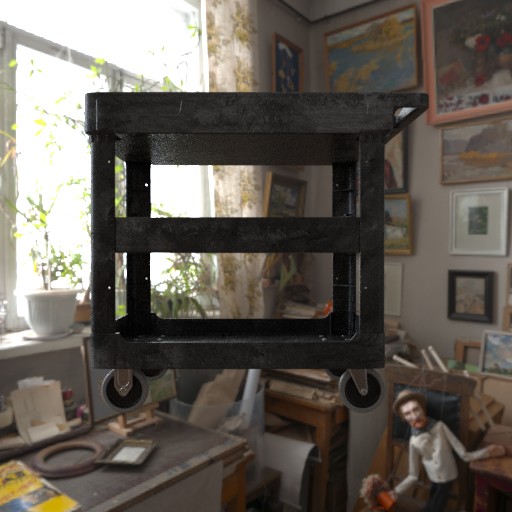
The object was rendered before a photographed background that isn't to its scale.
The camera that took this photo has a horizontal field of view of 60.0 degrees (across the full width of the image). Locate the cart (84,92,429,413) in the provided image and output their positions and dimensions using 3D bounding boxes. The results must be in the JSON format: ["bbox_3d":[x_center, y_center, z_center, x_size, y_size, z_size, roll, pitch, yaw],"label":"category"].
[{"bbox_3d":[0.000,0.000,1.319,0.877,0.824,0.420,0,1,0],"label":"cart"}]
